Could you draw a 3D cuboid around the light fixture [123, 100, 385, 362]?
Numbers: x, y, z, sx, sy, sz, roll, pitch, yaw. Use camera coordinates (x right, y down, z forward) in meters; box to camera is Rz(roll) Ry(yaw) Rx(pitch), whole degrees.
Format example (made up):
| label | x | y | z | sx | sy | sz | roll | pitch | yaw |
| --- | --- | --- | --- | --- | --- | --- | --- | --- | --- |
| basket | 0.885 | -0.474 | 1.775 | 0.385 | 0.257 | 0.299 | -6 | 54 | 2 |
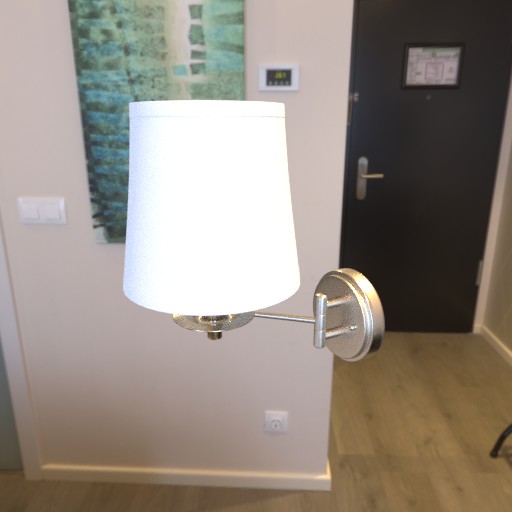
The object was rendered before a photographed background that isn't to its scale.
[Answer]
| label | x | y | z | sx | sy | sz | roll | pitch | yaw |
| --- | --- | --- | --- | --- | --- | --- | --- | --- | --- |
| light fixture | 0.000 | 0.000 | 0.592 | 0.348 | 0.381 | 0.223 | -8 | 18 | -26 |
